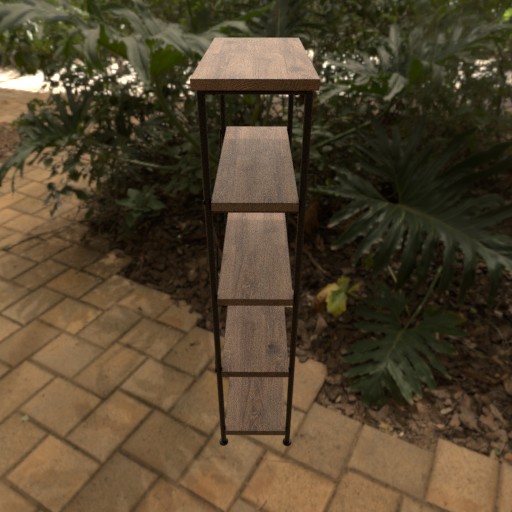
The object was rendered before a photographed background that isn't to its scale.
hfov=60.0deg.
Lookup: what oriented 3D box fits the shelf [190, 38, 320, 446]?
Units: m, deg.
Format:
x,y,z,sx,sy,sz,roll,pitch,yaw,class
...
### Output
x,y,z,sx,sy,sz,roll,pitch,yaw,class
0.000,0.000,2.024,0.360,1.700,0.800,0,34,0,shelf
